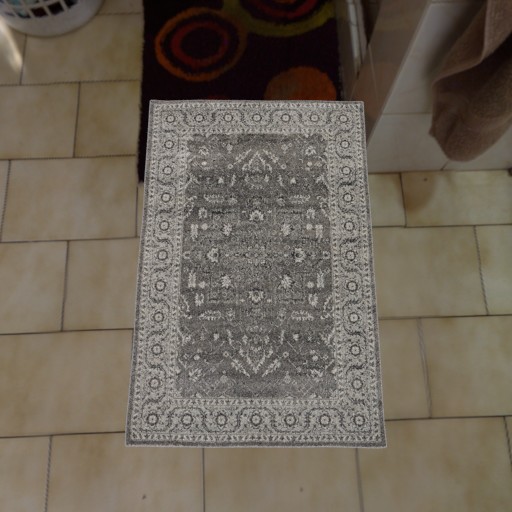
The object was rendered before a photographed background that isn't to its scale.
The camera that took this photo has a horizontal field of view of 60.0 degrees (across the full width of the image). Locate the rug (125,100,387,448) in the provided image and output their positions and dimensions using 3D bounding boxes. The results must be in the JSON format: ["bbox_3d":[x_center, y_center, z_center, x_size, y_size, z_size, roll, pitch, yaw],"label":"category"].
[{"bbox_3d":[0.000,0.000,2.275,1.209,0.019,1.828,0,75,0],"label":"rug"}]
